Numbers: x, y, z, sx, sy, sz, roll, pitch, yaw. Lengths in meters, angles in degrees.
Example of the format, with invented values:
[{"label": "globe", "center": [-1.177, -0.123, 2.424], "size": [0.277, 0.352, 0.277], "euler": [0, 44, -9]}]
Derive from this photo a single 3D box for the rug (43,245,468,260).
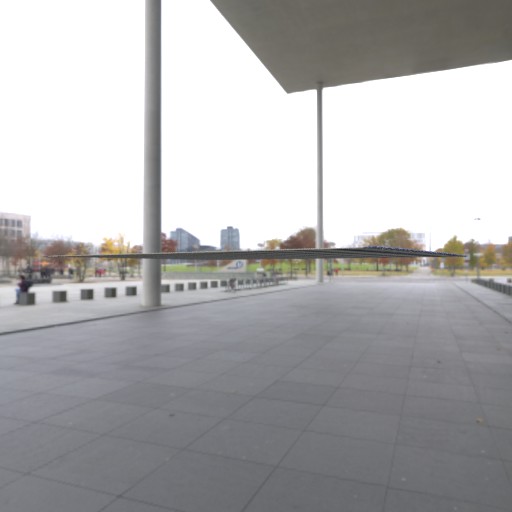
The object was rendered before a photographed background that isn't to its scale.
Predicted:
[{"label": "rug", "center": [0.000, 0.000, 4.336], "size": [3.416, 0.016, 2.471], "euler": [-1, -2, 36]}]
